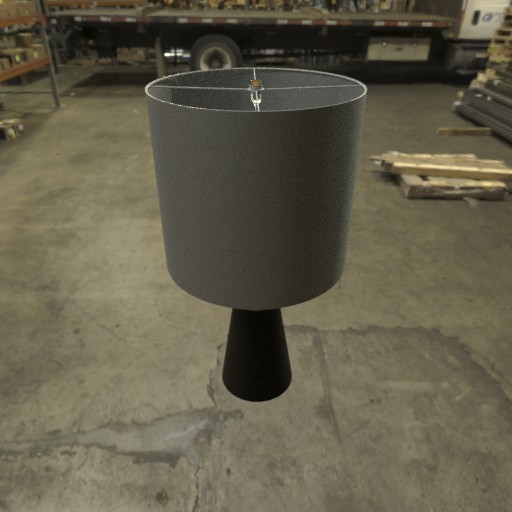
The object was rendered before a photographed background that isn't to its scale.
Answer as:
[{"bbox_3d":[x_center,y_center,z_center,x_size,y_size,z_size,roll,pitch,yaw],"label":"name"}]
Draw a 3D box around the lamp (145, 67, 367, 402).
[{"bbox_3d":[0.000,0.000,0.776,0.308,0.580,0.308,-1,31,-1],"label":"lamp"}]
